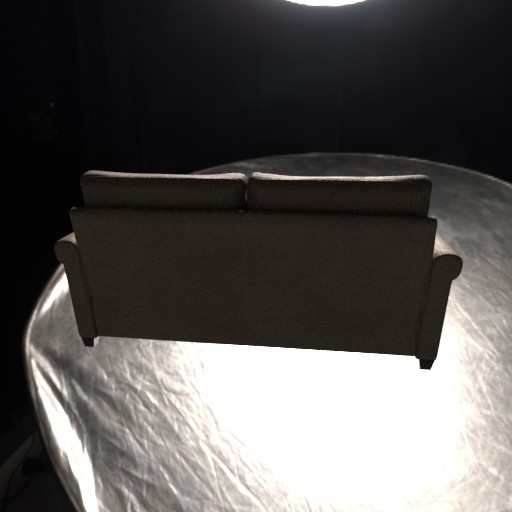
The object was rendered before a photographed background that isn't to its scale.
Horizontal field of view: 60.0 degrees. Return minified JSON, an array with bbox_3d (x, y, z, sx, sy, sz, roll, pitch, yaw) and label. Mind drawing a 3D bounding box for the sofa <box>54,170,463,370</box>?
[{"bbox_3d":[0.000,0.000,2.411,1.935,0.942,0.842,2,16,7],"label":"sofa"}]
